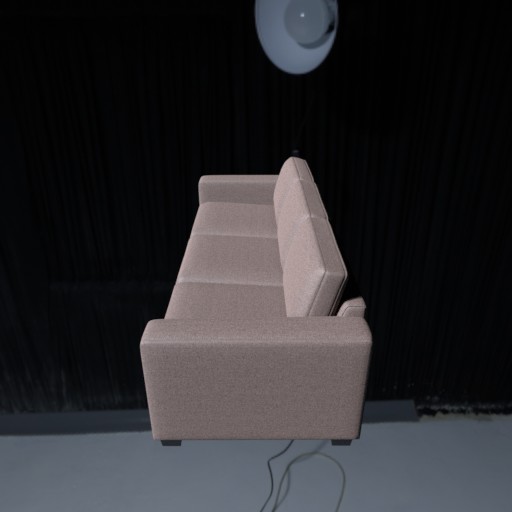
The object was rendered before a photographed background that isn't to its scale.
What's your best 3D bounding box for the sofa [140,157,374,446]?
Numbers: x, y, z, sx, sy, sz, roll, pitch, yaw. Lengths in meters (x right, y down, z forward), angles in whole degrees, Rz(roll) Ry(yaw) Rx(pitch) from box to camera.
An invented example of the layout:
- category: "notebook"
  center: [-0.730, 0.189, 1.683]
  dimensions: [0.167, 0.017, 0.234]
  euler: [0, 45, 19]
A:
- category: "sofa"
  center: [0.000, 0.000, 2.687]
  dimensions: [0.900, 0.806, 2.160]
  euler: [0, 27, 0]
